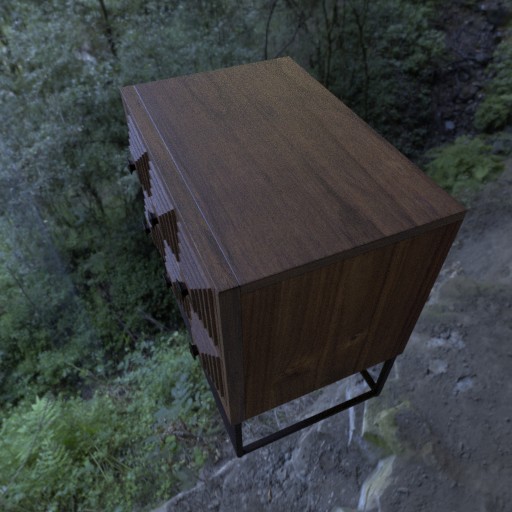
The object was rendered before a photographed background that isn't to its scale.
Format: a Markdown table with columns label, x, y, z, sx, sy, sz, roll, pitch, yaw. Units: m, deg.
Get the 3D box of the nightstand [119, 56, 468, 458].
| label | x | y | z | sx | sy | sz | roll | pitch | yaw |
| --- | --- | --- | --- | --- | --- | --- | --- | --- | --- |
| nightstand | 0.000 | 0.000 | 1.024 | 0.437 | 0.610 | 0.610 | -18 | 49 | -16 |
